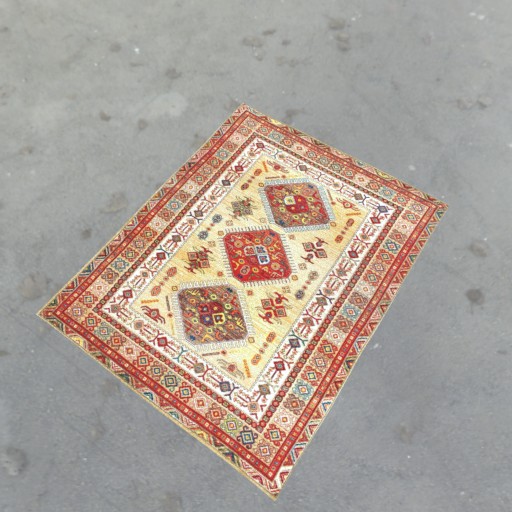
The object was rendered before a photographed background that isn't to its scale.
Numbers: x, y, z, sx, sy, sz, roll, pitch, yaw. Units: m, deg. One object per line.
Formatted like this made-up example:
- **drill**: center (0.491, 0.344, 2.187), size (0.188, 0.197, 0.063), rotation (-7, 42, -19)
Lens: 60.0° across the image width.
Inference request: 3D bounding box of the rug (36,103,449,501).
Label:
- **rug**: center (0.000, 0.000, 4.045), size (2.460, 0.005, 3.067), rotation (31, 66, 16)
